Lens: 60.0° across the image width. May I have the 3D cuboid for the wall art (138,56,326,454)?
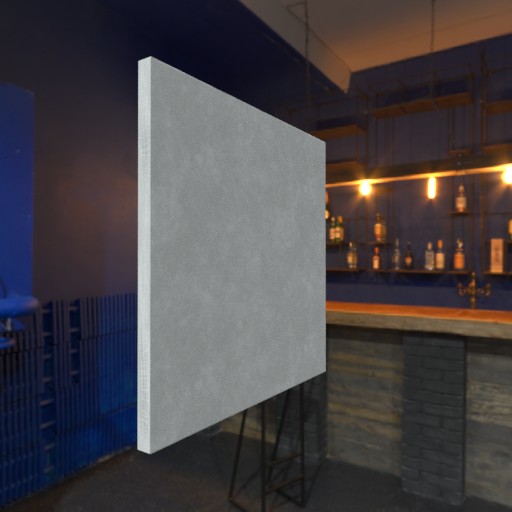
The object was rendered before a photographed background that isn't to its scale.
[{"bbox_3d":[0.000,0.000,0.465,0.015,0.303,0.303,0,-1,35],"label":"wall art"}]
